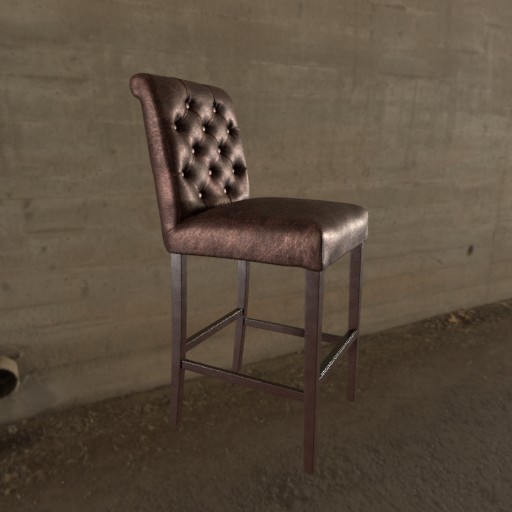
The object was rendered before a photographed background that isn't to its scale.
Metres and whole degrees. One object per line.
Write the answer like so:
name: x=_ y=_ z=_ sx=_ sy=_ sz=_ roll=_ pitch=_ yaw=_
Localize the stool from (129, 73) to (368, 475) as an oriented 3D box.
stool: x=0.000 y=0.000 z=1.519 sx=0.659 sy=1.168 sz=0.483 roll=7 pitch=15 yaw=27
